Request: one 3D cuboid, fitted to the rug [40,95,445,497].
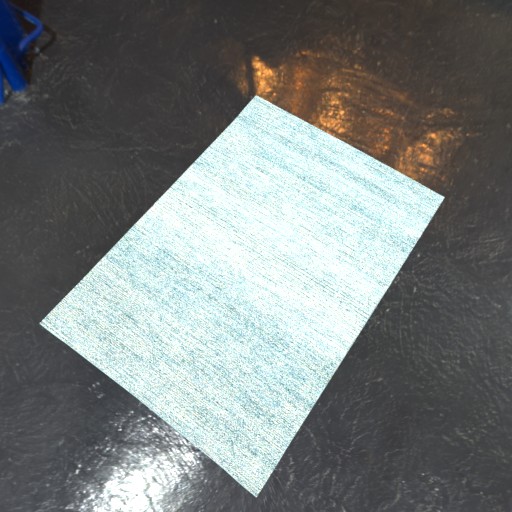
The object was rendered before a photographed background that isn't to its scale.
[{"bbox_3d":[0.000,0.000,2.870,1.611,0.026,2.260,33,69,14],"label":"rug"}]
